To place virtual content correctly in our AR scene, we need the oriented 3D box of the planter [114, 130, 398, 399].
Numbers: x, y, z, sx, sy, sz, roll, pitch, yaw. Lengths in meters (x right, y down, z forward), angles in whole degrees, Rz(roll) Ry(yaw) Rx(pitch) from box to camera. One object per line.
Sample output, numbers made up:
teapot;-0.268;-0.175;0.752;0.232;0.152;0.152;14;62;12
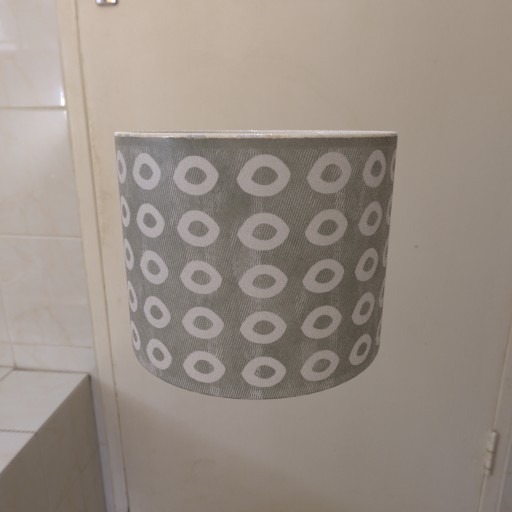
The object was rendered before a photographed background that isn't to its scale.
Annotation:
planter;0.000;0.000;0.335;0.190;0.181;0.190;0;16;0
